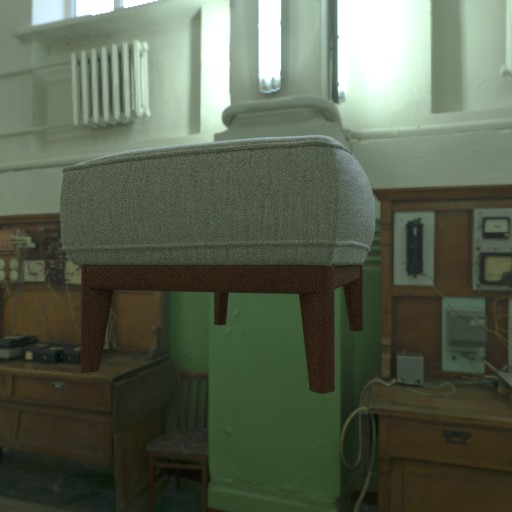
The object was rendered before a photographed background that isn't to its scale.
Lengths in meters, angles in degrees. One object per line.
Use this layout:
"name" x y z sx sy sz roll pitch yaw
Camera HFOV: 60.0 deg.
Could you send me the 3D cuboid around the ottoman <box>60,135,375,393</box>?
"ottoman" 0.000 0.000 1.152 0.594 0.465 0.794 0 -1 17
